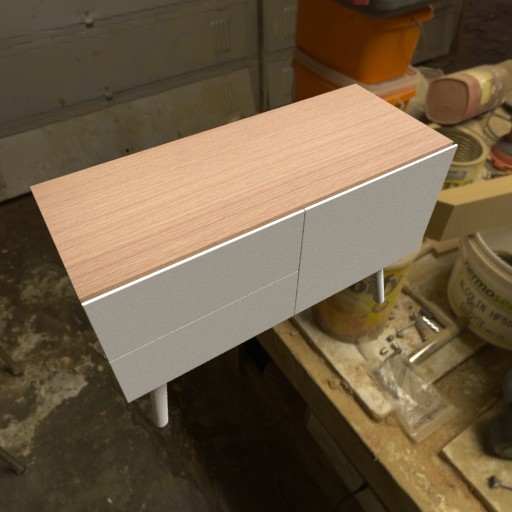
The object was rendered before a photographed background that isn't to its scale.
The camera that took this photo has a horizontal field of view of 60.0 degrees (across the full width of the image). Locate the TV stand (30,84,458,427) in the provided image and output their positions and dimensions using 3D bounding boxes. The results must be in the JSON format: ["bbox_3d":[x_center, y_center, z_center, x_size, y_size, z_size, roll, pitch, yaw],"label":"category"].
[{"bbox_3d":[0.000,0.000,1.335,0.991,0.660,0.407,-24,51,-21],"label":"TV stand"}]
